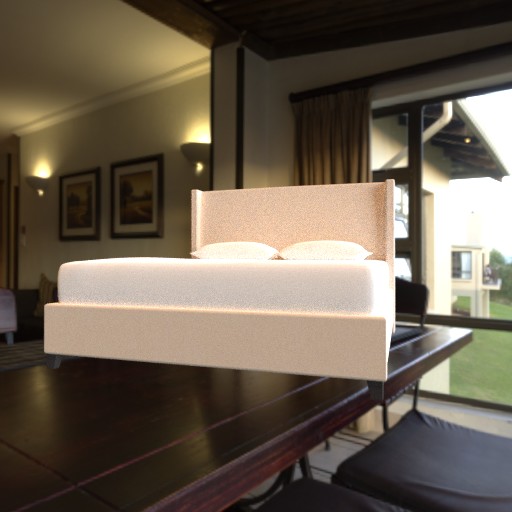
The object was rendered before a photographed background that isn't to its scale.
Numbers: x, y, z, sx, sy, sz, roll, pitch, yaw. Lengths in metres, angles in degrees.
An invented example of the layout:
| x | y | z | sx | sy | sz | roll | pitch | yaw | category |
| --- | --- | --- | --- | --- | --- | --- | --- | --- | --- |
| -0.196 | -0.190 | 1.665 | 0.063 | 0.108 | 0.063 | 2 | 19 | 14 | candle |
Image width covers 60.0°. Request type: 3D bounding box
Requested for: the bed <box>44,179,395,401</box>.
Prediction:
| x | y | z | sx | sy | sz | roll | pitch | yaw | category |
| --- | --- | --- | --- | --- | --- | --- | --- | --- | --- |
| 0.000 | 0.000 | 3.626 | 2.145 | 1.471 | 2.293 | 0 | 0 | 18 | bed |
